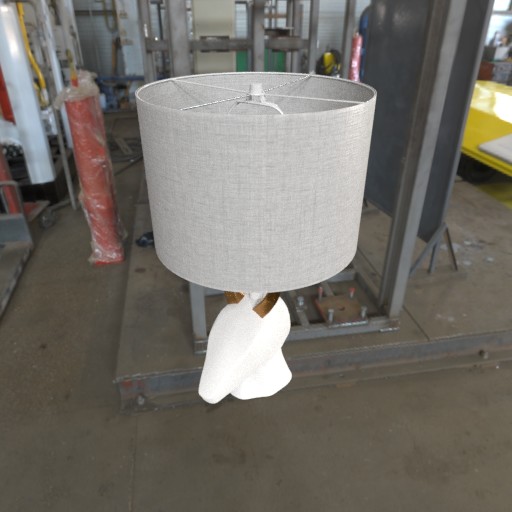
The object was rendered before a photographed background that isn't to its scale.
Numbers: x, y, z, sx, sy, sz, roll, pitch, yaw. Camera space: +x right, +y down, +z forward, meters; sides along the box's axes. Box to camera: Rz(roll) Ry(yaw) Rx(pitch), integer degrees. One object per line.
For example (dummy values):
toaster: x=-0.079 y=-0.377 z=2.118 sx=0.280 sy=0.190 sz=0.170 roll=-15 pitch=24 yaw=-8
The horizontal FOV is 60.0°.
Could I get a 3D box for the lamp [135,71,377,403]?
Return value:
lamp: x=0.000 y=0.000 z=0.686 sx=0.298 sy=0.503 sz=0.298 roll=19 pitch=35 yaw=29
